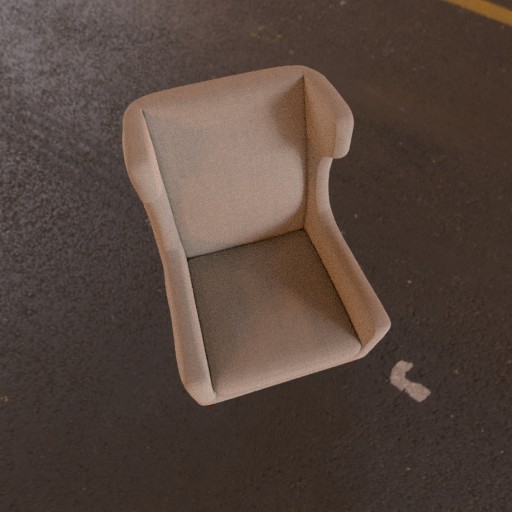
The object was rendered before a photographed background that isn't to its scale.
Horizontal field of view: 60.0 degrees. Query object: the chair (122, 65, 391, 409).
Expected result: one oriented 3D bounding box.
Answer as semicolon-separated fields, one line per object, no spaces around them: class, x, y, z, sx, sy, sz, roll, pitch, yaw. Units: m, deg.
chair;0.000;0.000;1.744;0.778;1.079;0.899;-15;63;-8
